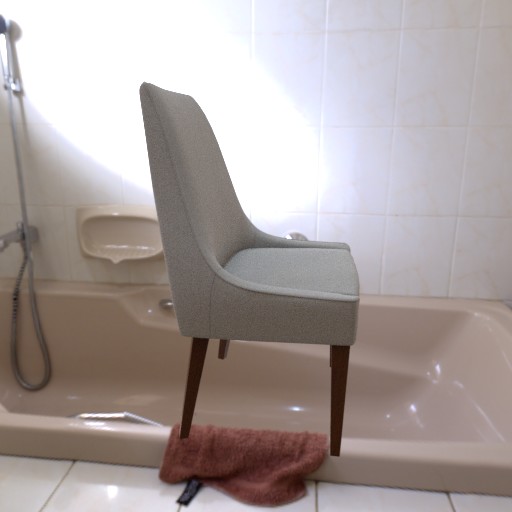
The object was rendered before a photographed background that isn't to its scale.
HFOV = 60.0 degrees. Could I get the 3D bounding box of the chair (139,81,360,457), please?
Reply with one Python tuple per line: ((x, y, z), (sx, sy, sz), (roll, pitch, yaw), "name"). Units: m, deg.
((0.000, 0.000, 1.201), (0.544, 0.861, 0.529), (2, 15, 9), "chair")
